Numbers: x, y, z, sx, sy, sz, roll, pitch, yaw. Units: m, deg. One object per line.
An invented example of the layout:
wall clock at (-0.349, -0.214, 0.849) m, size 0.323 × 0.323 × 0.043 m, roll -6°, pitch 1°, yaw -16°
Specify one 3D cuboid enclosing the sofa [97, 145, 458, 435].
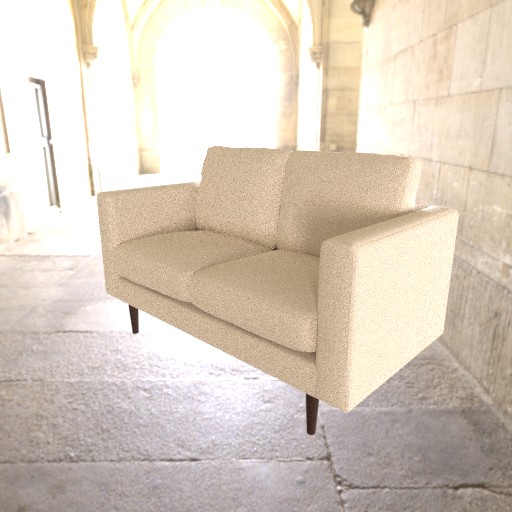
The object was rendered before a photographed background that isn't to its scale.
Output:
sofa at (0.000, 0.000, 1.965) m, size 1.430 × 0.908 × 0.796 m, roll 15°, pitch 22°, yaw 41°
